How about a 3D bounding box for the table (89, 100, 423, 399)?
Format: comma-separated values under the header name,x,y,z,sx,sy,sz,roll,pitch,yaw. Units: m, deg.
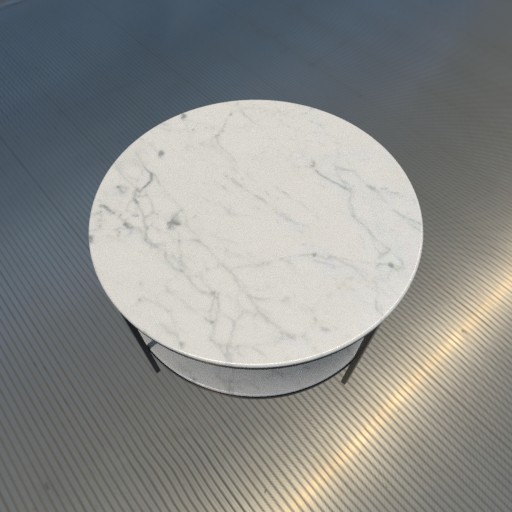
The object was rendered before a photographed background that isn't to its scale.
name,x,y,z,sx,sy,sz,roll,pitch,yaw
table,0.000,0.000,1.268,0.800,0.450,0.800,0,57,0
